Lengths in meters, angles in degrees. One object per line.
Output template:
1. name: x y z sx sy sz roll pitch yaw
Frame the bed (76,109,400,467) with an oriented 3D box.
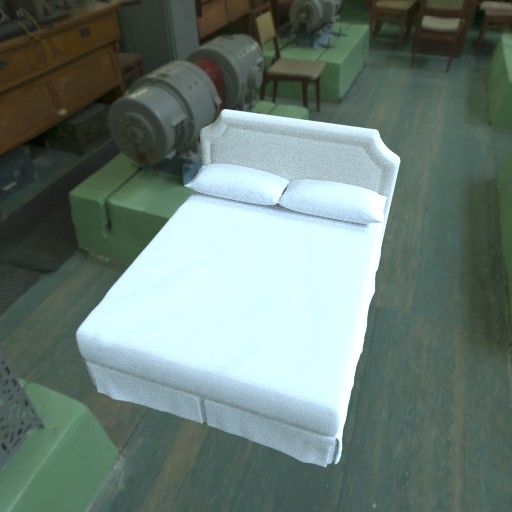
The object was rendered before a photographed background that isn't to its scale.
1. bed: 0.000 0.000 3.899 2.134 1.524 2.548 12 41 14
